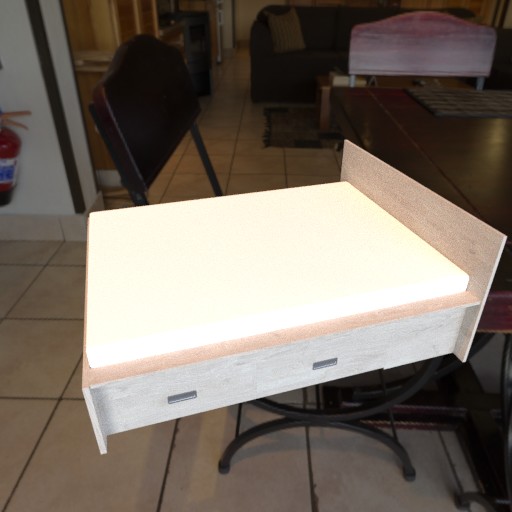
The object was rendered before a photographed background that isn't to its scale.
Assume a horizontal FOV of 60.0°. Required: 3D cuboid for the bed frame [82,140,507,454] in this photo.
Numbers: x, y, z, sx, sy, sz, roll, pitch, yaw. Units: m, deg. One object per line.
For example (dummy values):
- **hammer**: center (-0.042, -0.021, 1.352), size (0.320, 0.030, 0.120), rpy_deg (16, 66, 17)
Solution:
- **bed frame**: center (0.000, 0.000, 2.696), size (1.960, 0.800, 1.622), rpy_deg (-9, 32, -15)
